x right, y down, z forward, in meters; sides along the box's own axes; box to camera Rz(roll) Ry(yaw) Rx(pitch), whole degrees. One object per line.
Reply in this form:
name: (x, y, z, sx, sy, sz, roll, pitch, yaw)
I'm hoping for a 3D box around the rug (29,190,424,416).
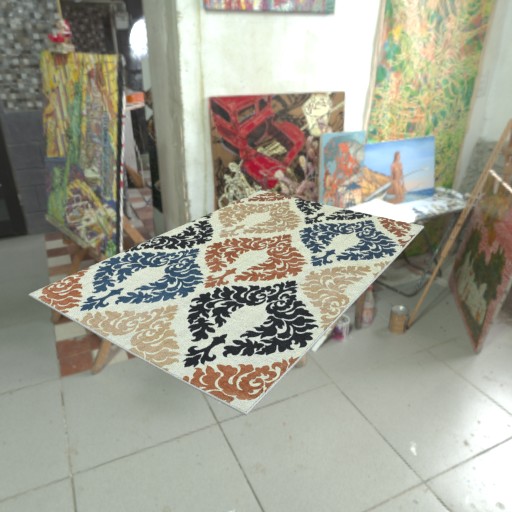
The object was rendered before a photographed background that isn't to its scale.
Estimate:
rug: (0.000, 0.000, 2.901, 1.514, 0.014, 2.275, 17, 31, 31)
